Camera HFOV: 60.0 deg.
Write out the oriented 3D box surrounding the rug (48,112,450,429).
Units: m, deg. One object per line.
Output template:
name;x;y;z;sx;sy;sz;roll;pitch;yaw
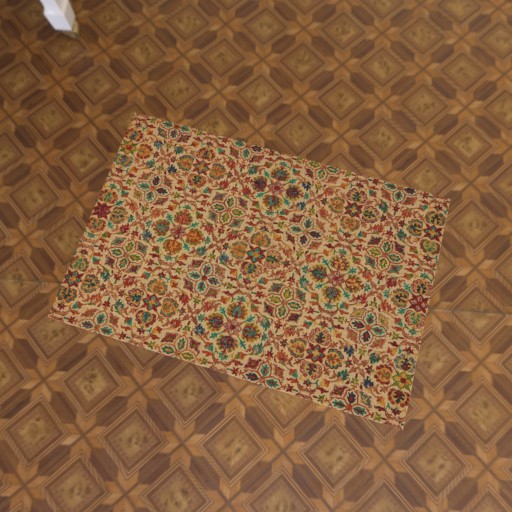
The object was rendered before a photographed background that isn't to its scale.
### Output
rug;0.000;0.000;2.912;2.297;0.018;1.541;16;76;4
